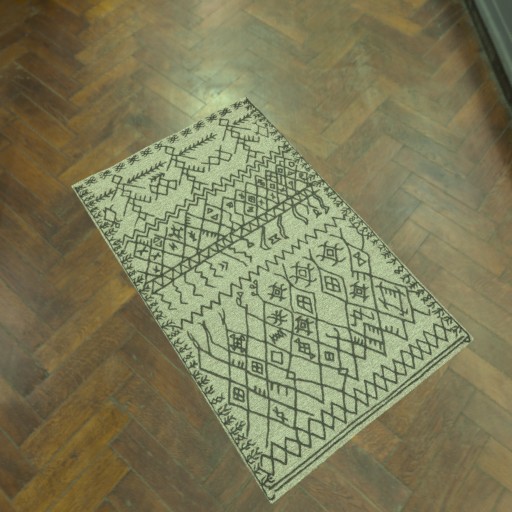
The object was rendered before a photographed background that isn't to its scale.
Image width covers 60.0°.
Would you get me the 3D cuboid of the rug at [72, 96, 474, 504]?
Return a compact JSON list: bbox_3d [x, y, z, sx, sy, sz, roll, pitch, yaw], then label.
[{"bbox_3d":[0.000,0.000,4.597,2.393,0.019,3.824,-32,68,-15],"label":"rug"}]
